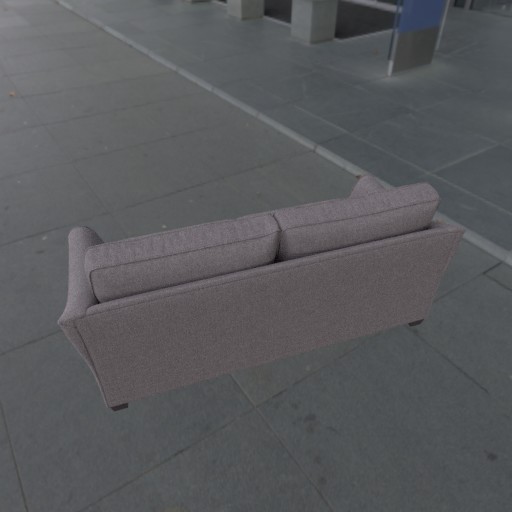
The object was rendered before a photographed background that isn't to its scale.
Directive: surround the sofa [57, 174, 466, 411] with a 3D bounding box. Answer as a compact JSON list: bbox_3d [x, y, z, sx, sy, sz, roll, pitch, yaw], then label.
[{"bbox_3d":[0.000,0.000,2.779,2.203,0.976,1.013,-12,41,-15],"label":"sofa"}]
